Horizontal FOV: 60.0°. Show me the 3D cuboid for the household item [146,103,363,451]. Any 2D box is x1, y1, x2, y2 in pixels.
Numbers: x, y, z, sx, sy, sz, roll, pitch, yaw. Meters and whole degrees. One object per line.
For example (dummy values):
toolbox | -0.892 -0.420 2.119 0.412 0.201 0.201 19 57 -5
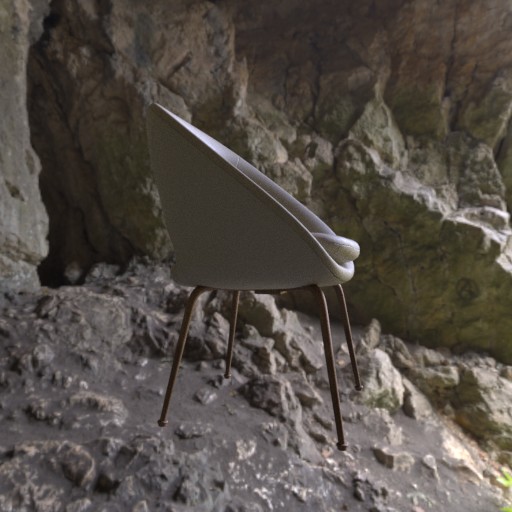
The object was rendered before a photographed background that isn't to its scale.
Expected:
household item | 0.000 0.000 1.263 0.573 0.852 0.623 0 0 18
